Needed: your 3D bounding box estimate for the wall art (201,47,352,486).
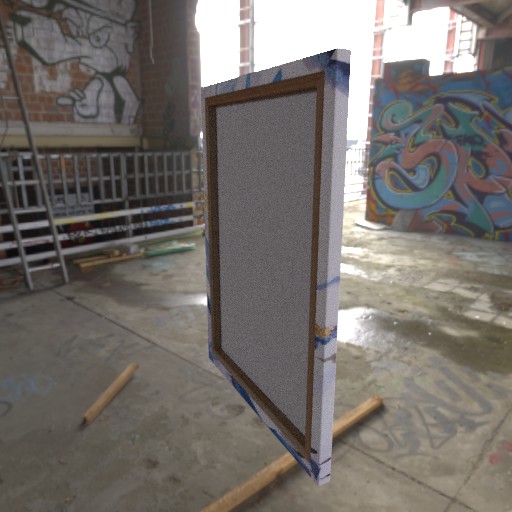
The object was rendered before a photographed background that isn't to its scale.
[{"bbox_3d":[0.000,0.000,1.318,0.038,1.015,0.761,-7,16,-26],"label":"wall art"}]
